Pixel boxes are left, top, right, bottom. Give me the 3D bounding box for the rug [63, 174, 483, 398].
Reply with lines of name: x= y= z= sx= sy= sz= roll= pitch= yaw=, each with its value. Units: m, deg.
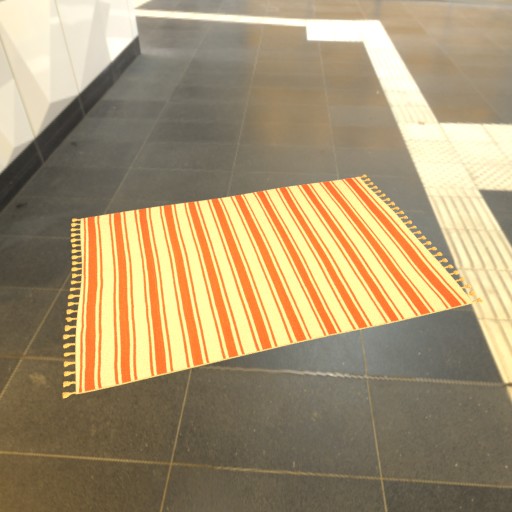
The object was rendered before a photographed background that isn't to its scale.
rug: x=0.000 y=0.000 z=2.986 sx=2.433 sy=0.022 sz=1.556 roll=-10 pitch=42 yaw=-12
